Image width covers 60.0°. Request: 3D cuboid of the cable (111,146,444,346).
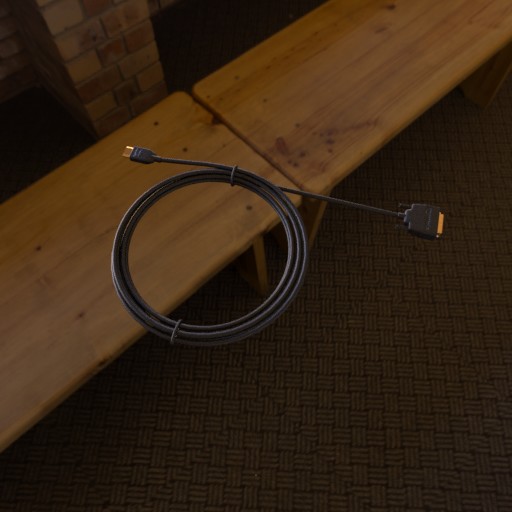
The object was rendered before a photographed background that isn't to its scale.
[{"bbox_3d":[0.000,0.000,0.527,0.422,0.030,0.257,14,65,7],"label":"cable"}]
